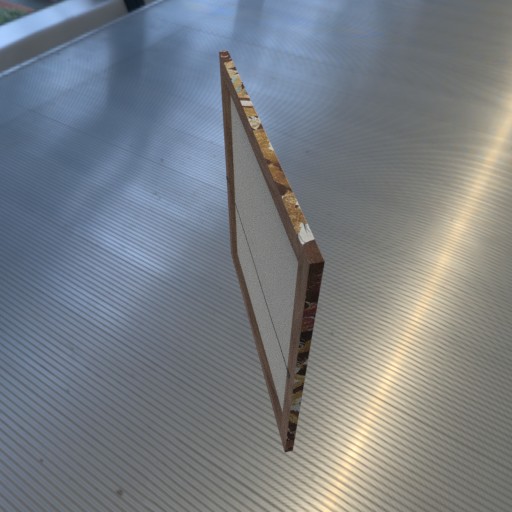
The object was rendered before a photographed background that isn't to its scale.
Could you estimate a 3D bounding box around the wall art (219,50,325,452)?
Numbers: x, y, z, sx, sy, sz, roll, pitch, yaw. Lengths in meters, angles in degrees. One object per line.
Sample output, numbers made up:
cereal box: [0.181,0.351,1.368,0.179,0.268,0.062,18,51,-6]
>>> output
wall art: [0.000,0.000,1.170,0.028,0.762,0.757,-10,48,-9]
